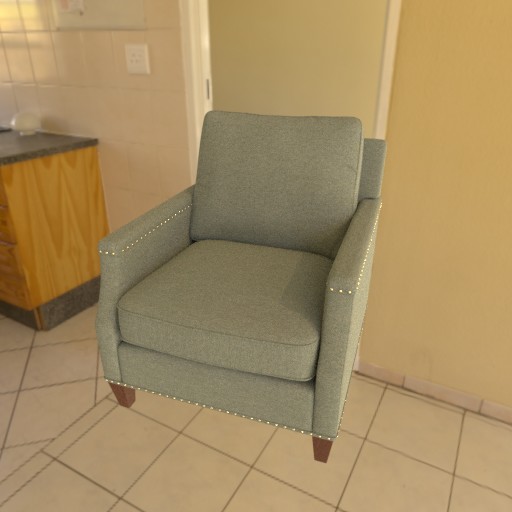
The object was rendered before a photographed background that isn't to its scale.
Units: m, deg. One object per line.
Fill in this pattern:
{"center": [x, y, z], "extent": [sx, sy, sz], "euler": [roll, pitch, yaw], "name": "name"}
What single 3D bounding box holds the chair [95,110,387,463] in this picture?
{"center": [0.000, 0.000, 1.789], "extent": [0.885, 1.031, 1.031], "euler": [8, 27, 17], "name": "chair"}
